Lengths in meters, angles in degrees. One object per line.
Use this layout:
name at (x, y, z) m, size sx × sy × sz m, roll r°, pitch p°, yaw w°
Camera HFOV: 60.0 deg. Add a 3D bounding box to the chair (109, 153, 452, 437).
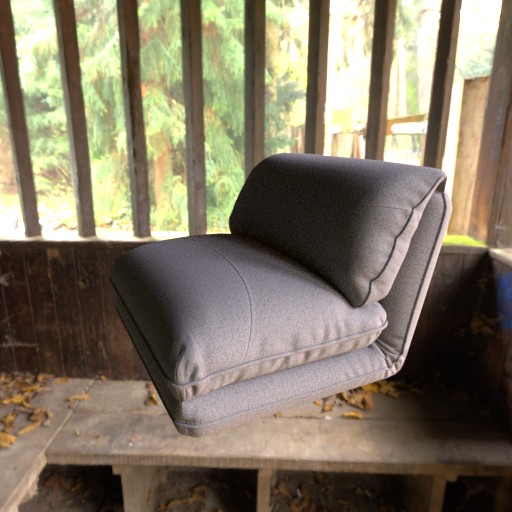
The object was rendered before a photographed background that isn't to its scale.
chair at (0.000, 0.000, 1.353) m, size 0.780 × 0.580 × 0.820 m, roll -8°, pitch 18°, yaw -25°
